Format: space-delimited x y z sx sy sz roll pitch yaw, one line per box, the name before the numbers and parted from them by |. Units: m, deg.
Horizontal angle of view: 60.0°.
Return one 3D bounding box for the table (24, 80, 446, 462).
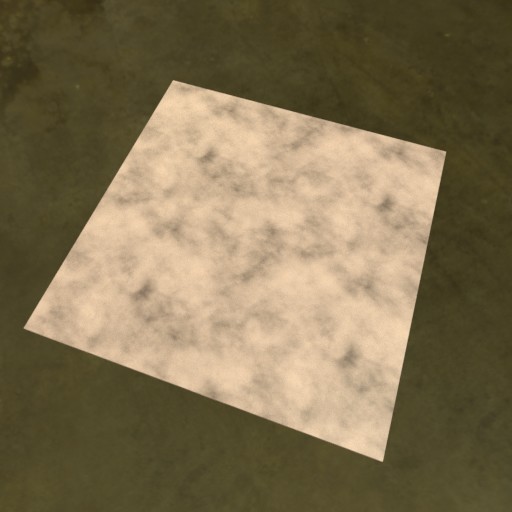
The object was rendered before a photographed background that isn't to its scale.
table | 0.000 0.000 1.338 0.890 0.305 0.890 18 65 8
